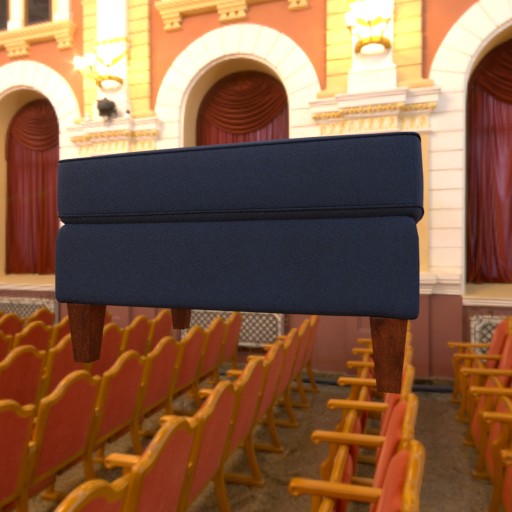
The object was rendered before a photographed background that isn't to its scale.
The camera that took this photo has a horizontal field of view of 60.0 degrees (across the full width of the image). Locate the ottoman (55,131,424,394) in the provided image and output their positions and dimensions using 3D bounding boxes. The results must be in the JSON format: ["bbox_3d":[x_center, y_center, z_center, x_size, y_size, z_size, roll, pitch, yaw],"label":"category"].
[{"bbox_3d":[0.000,0.000,1.367,0.965,0.584,0.686,0,1,19],"label":"ottoman"}]
